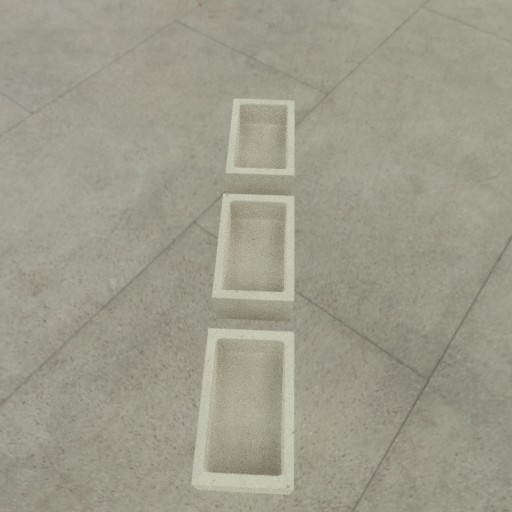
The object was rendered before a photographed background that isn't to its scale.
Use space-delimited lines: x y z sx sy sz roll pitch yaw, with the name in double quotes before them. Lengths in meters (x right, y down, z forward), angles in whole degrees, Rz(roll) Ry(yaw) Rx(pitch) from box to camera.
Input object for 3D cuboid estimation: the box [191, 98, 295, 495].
"box" 0.000 0.000 0.492 0.082 0.051 0.461 2 58 1
